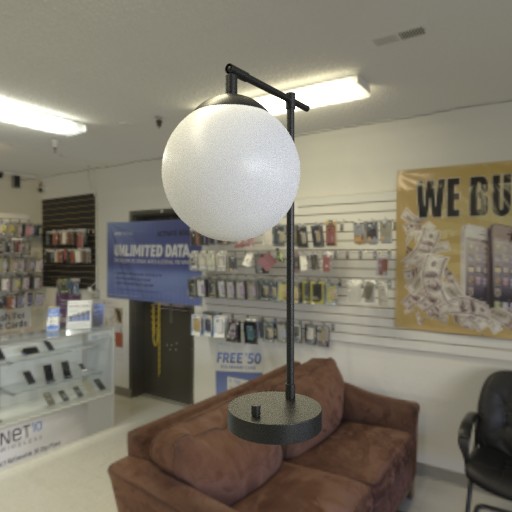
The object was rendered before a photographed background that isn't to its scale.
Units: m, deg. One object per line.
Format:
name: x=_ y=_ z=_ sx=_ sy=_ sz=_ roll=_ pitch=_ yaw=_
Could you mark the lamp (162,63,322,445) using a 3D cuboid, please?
lamp: x=0.000 y=0.000 z=0.688 sx=0.197 sy=0.559 sz=0.316 roll=1 pitch=1 yaw=36
